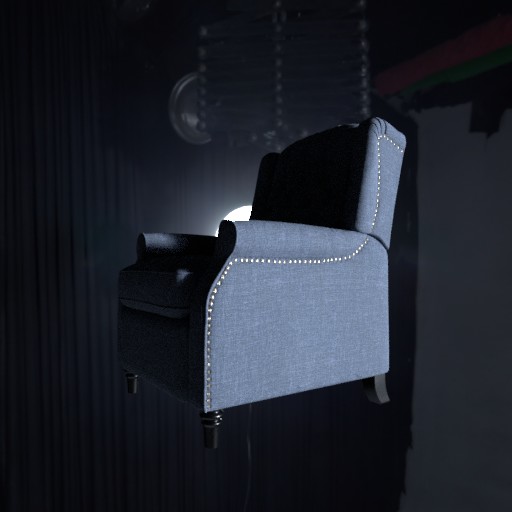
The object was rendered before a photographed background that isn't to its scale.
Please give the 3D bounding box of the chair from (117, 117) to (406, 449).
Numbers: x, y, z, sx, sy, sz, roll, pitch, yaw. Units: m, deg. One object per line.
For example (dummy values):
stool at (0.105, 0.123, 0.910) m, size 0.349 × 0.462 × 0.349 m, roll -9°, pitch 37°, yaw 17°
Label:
chair at (0.000, 0.000, 1.637) m, size 0.898 × 1.035 × 0.742 m, roll 1°, pitch -1°, yaw -35°
